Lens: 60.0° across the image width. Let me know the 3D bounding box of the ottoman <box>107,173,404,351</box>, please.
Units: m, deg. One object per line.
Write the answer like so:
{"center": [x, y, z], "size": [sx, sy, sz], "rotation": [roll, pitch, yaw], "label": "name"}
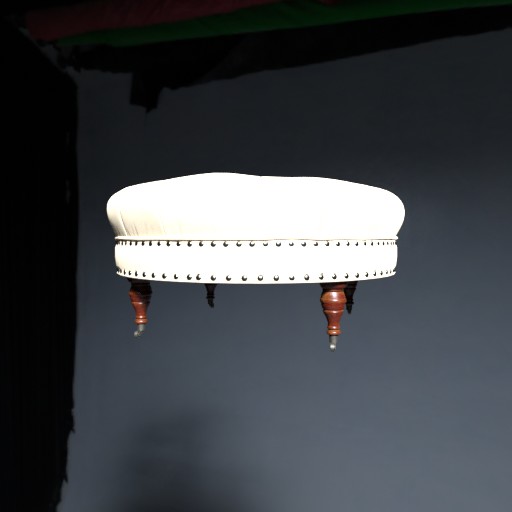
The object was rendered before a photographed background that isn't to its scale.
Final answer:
{"center": [0.000, 0.000, 1.407], "size": [0.901, 0.439, 0.901], "rotation": [0, 2, 0], "label": "ottoman"}
